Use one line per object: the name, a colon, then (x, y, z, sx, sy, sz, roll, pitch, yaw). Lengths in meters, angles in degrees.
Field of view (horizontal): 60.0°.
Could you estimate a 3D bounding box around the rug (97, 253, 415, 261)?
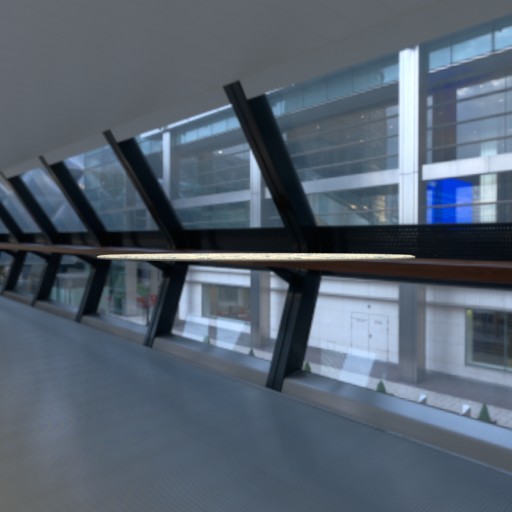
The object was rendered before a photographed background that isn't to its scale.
rug: (0.000, 0.000, 2.356, 1.593, 0.012, 1.593, 0, 1, 0)
